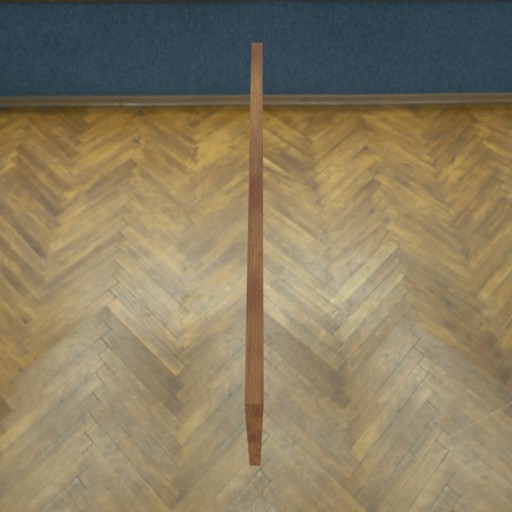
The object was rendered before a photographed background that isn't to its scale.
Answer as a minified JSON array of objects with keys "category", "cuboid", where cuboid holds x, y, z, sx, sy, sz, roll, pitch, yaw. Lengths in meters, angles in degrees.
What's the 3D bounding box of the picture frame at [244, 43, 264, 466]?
[{"category":"picture frame","cuboid":[0.000,0.000,1.200,0.029,0.640,0.950,0,57,0]}]
